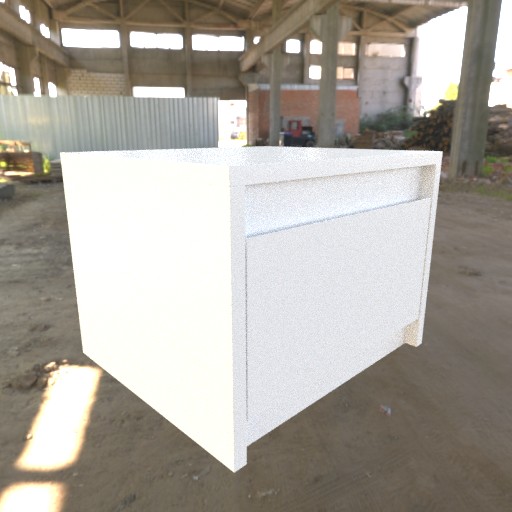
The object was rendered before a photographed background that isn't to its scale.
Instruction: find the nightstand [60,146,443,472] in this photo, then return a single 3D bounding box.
[{"bbox_3d":[0.000,0.000,0.767,0.470,0.351,0.408,-15,21,-42],"label":"nightstand"}]
